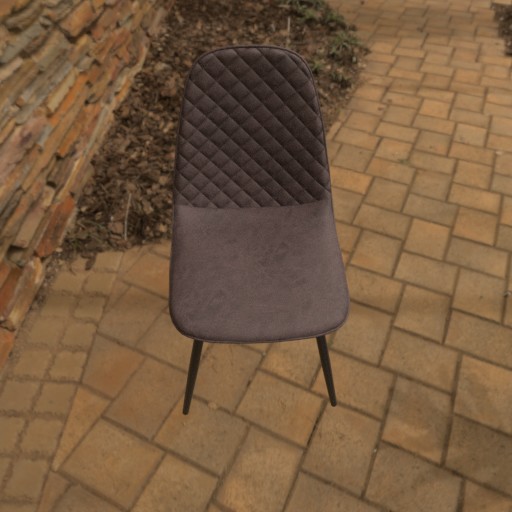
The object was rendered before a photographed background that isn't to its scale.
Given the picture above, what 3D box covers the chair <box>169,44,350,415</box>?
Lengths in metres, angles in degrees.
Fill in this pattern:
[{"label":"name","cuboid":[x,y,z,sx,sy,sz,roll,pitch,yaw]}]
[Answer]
[{"label":"chair","cuboid":[0.000,0.000,1.187,0.472,0.889,0.561,-2,46,-2]}]
